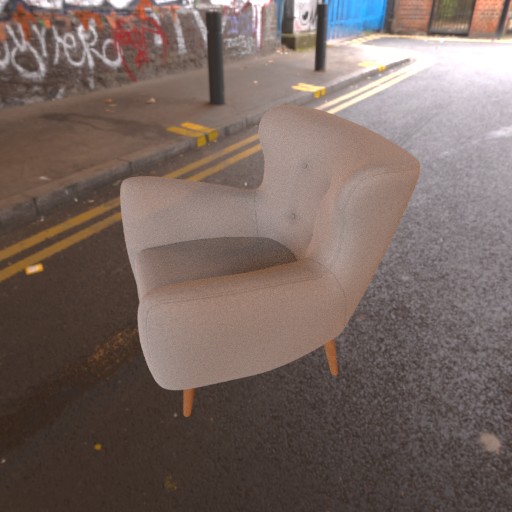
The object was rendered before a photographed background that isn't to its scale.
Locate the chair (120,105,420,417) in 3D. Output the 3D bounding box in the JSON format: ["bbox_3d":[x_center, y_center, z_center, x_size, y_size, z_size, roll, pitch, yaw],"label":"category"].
[{"bbox_3d":[0.000,0.000,1.613,0.889,0.889,0.890,-9,32,-15],"label":"chair"}]
